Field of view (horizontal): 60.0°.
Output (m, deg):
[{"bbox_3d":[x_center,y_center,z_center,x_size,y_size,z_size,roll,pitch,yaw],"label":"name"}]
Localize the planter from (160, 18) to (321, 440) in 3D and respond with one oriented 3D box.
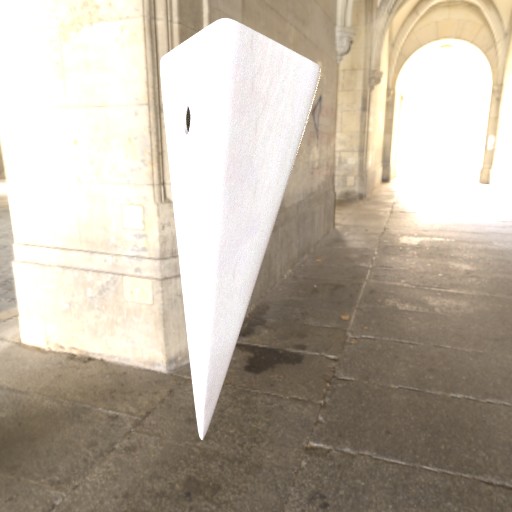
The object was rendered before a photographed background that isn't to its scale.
[{"bbox_3d":[0.000,0.000,0.260,0.081,0.224,0.101,-7,16,-25],"label":"planter"}]
